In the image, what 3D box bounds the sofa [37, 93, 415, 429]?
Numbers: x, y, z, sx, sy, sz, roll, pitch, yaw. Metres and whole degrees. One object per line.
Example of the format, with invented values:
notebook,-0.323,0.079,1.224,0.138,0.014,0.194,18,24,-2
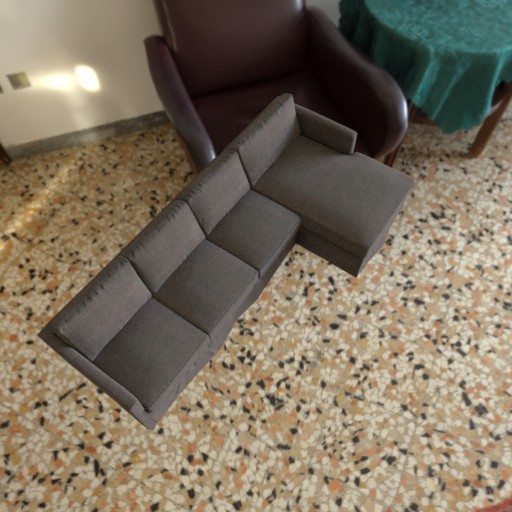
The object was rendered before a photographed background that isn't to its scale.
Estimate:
sofa,0.000,0.000,3.860,1.650,0.922,3.205,31,63,17
